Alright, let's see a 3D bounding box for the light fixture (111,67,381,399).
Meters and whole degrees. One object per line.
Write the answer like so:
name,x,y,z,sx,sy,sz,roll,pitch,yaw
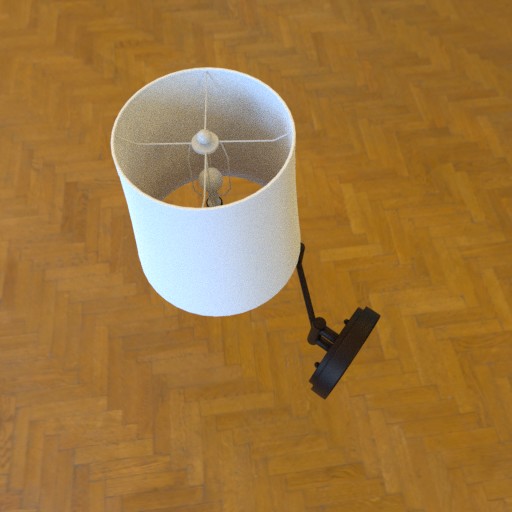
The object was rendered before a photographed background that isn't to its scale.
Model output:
light fixture,0.000,0.000,0.260,0.157,0.172,0.100,34,68,15
